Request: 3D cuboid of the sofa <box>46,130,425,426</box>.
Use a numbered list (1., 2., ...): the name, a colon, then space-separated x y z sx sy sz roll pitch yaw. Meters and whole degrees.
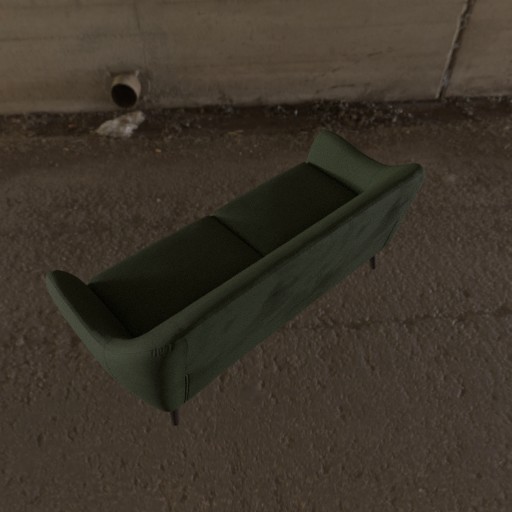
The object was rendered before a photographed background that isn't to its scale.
1. sofa: 0.000 0.000 2.289 1.840 0.836 0.820 -33 55 -27
